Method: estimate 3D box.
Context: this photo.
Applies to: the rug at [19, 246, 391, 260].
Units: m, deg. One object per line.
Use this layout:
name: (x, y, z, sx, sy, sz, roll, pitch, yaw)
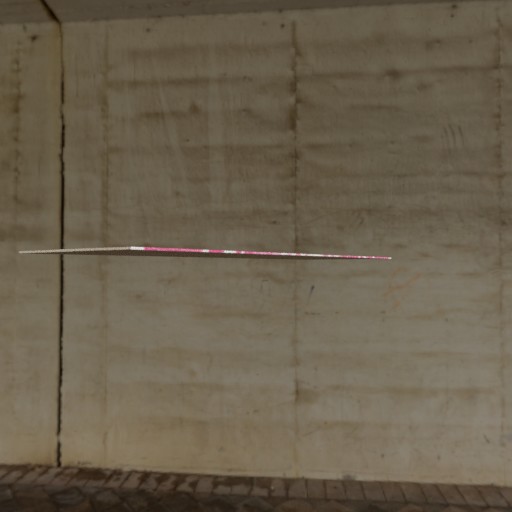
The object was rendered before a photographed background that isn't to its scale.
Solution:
rug: (0.000, 0.000, 2.708, 0.787, 0.011, 2.458, -1, -2, 38)
